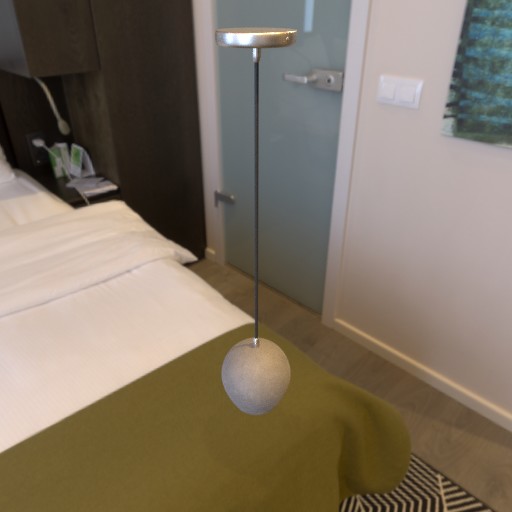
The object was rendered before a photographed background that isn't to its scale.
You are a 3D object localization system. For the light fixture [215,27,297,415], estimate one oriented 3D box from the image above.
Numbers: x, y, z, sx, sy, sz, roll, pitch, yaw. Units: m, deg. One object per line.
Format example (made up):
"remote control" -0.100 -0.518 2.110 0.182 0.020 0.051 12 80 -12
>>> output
"light fixture" 0.000 0.000 0.836 0.153 0.760 0.153 8 31 13
